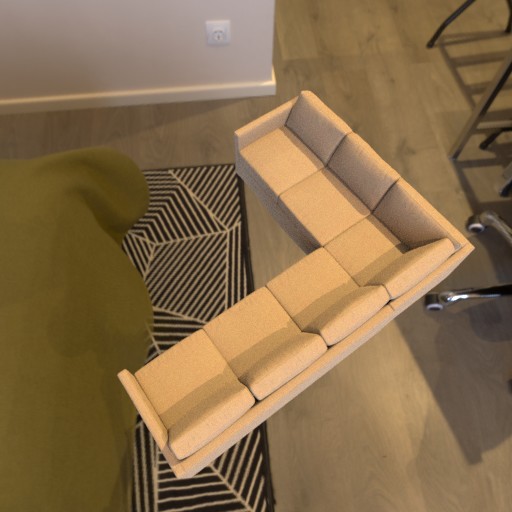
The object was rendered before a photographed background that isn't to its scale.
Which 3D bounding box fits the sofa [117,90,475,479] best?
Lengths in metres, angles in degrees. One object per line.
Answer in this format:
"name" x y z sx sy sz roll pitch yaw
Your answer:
"sofa" 0.000 0.000 4.245 3.182 0.871 2.432 -33 68 -15
